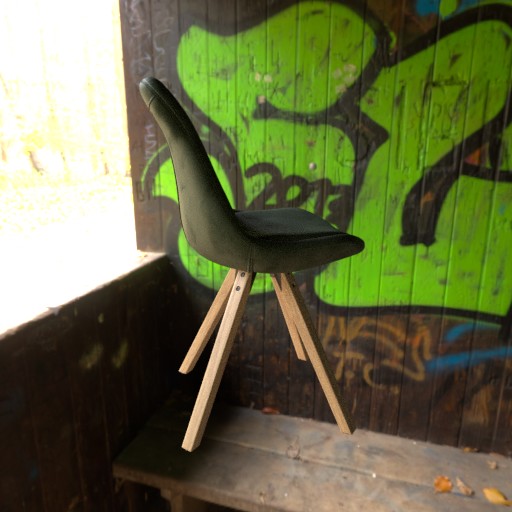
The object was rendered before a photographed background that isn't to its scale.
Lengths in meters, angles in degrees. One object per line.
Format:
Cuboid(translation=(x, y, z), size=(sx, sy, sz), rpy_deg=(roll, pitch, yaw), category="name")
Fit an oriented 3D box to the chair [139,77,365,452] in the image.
Cuboid(translation=(0.000, 0.000, 1.199), size=(0.547, 0.865, 0.483), rpy_deg=(-3, 15, -10), category="chair")
